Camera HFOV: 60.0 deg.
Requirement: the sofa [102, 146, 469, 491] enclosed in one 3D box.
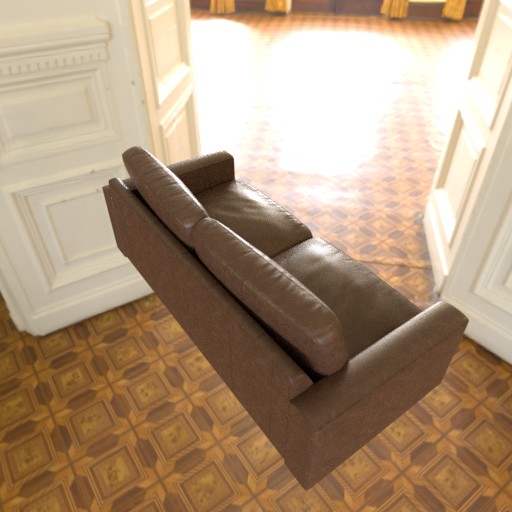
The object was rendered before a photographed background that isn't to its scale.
[{"bbox_3d":[0.000,0.000,2.631,1.016,0.873,2.179,-25,46,-27],"label":"sofa"}]
